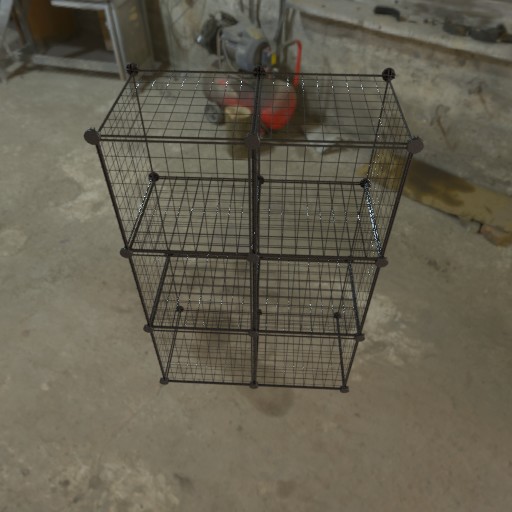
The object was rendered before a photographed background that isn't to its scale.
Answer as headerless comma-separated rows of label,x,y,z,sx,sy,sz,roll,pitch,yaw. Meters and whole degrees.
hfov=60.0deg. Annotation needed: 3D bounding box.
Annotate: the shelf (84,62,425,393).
shelf,0.000,0.000,1.417,0.711,1.067,0.356,2,45,2
